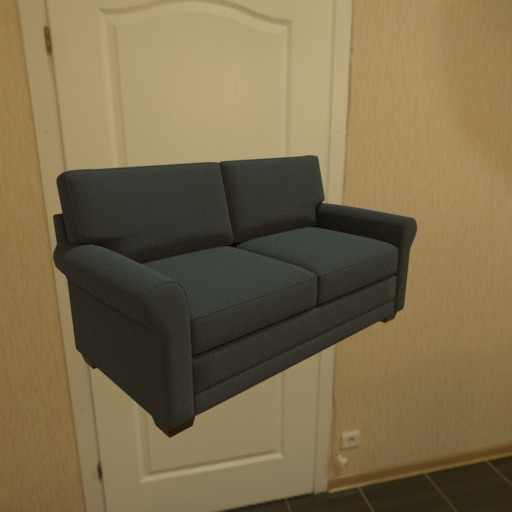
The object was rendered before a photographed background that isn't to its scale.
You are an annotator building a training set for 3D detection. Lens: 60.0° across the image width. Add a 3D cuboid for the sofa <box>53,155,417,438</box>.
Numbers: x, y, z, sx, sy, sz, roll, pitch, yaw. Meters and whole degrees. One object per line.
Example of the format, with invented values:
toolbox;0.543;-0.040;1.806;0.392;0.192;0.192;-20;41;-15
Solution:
sofa;0.000;0.000;2.502;1.930;1.020;0.940;-14;22;-41
